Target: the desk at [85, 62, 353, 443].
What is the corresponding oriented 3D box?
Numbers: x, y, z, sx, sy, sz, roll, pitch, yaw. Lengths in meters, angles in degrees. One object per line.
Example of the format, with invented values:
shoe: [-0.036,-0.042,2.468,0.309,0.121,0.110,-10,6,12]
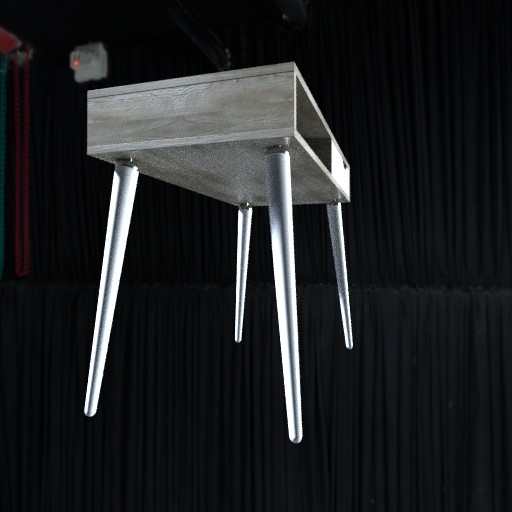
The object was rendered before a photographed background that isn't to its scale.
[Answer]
desk: [0.000,0.000,1.374,0.491,0.723,0.979,0,-1,18]
